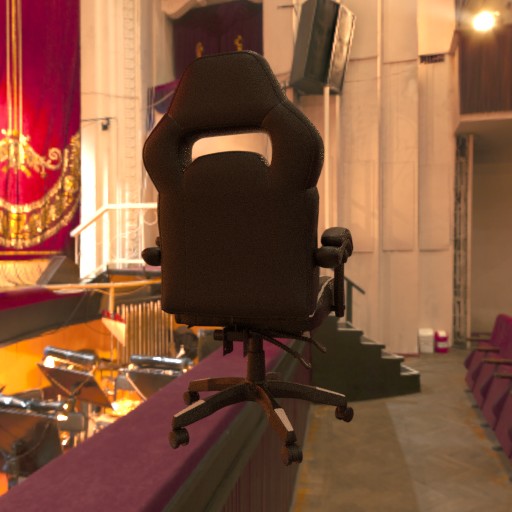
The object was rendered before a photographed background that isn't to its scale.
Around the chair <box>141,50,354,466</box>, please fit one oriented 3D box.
[{"bbox_3d":[0.000,0.000,1.603,0.676,1.200,0.700,0,1,17],"label":"chair"}]
